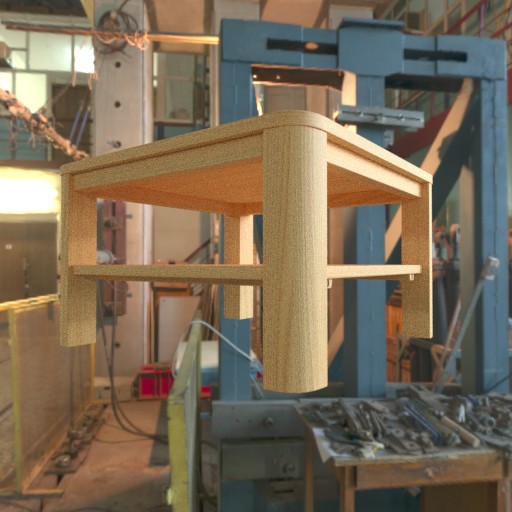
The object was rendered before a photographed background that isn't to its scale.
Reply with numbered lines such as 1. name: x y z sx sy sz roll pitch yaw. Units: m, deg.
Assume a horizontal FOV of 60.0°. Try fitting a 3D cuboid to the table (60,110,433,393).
1. table: 0.000 0.000 1.202 0.750 0.450 0.750 -1 -1 37
